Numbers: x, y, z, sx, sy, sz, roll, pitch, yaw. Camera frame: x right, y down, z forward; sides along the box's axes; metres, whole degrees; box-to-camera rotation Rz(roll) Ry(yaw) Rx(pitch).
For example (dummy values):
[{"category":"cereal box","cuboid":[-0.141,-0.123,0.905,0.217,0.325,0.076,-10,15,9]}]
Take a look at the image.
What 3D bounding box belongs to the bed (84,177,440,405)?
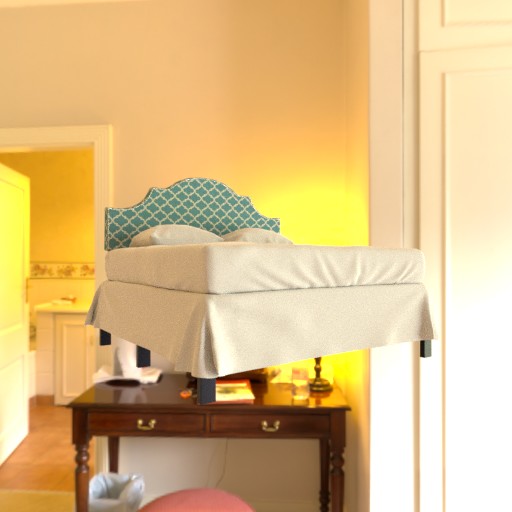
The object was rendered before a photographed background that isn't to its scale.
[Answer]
[{"category":"bed","cuboid":[0.000,0.000,3.771,2.314,1.601,2.222,0,0,-34]}]
